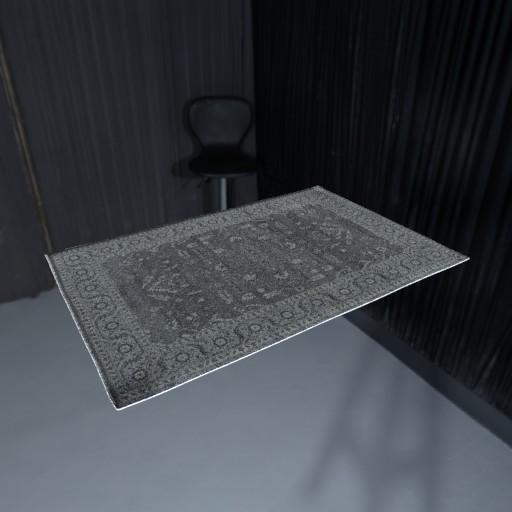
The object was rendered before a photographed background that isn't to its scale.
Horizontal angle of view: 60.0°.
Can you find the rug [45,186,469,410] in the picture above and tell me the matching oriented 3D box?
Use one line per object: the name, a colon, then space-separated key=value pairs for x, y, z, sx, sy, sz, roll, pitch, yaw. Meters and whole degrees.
rug: x=0.000 y=0.000 z=2.276 sx=1.828 sy=0.019 sz=1.209 roll=-18 pitch=34 yaw=-28
